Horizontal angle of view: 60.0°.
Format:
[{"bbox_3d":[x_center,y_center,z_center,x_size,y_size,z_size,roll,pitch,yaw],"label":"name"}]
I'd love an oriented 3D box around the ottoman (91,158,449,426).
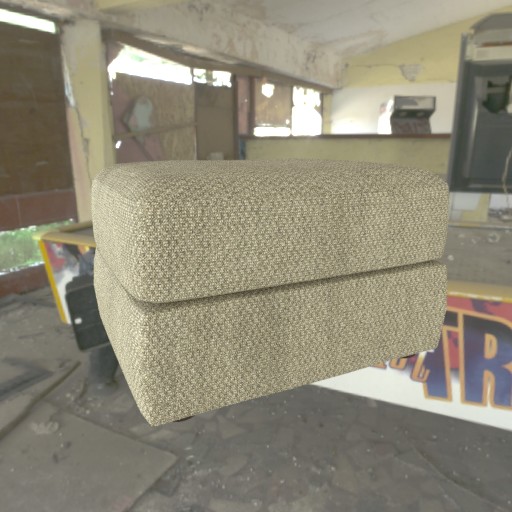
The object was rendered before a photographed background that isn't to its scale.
[{"bbox_3d":[0.000,0.000,1.132,0.751,0.476,0.603,-7,16,-26],"label":"ottoman"}]
